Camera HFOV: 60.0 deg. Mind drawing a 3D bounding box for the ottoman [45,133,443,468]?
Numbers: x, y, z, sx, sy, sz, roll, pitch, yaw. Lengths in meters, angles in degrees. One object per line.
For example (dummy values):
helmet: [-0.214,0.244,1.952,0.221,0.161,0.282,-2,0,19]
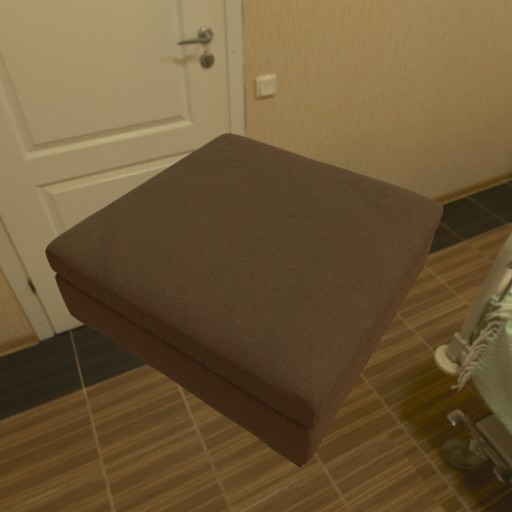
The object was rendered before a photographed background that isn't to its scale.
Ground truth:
ottoman: [0.000,0.000,1.876,1.181,0.470,1.181,24,47,25]
